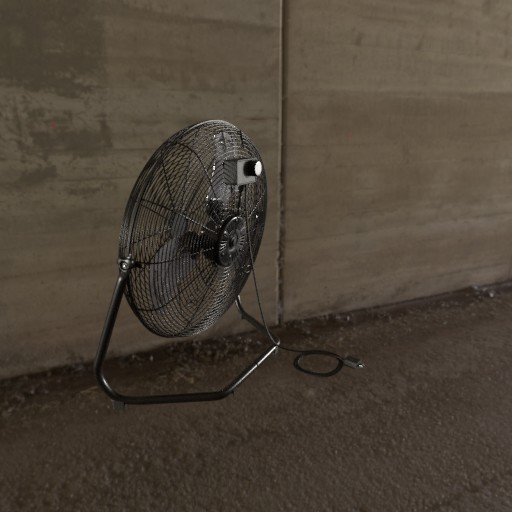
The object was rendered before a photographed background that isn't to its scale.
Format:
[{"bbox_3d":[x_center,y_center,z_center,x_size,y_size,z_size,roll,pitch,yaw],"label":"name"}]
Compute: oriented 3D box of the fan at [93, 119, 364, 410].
[{"bbox_3d":[0.000,0.000,1.025,0.470,0.605,0.595,8,18,27],"label":"fan"}]
